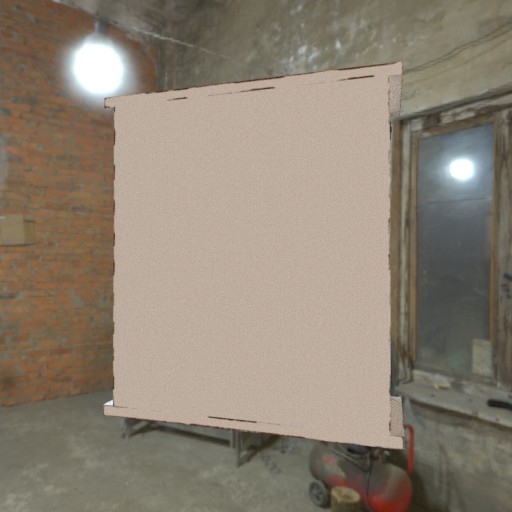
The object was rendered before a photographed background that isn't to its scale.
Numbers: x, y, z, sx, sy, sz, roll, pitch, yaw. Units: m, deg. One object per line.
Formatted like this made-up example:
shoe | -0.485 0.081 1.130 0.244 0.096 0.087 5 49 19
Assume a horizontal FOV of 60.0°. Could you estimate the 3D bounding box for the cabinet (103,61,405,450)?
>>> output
cabinet | 0.000 0.000 0.865 0.541 0.603 0.210 0 -1 17
